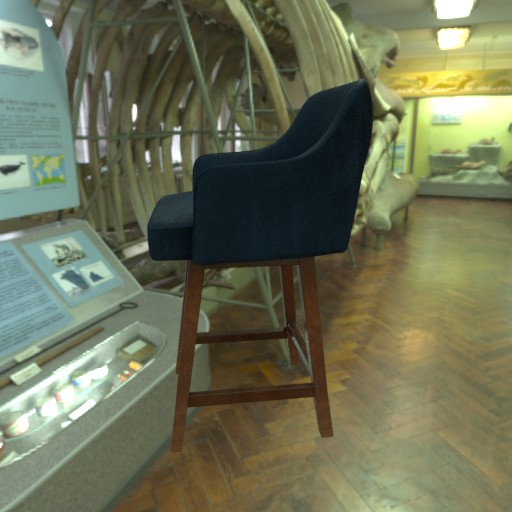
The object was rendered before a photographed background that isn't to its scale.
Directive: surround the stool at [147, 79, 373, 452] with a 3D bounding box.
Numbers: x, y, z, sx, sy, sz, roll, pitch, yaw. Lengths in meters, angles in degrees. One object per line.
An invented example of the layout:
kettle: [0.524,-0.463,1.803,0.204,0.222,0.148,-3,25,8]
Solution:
stool: [0.000,0.000,1.271,0.560,0.940,0.550,-2,16,-8]
